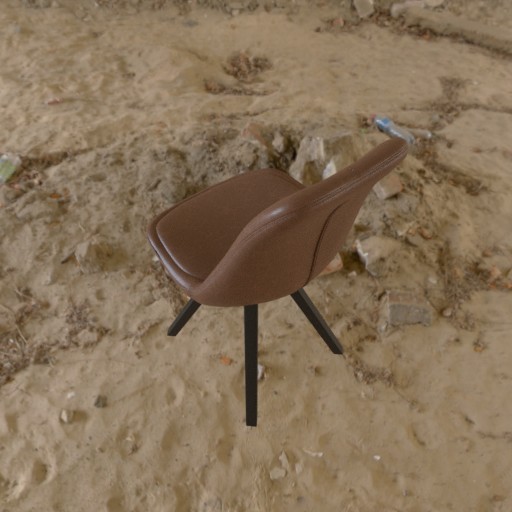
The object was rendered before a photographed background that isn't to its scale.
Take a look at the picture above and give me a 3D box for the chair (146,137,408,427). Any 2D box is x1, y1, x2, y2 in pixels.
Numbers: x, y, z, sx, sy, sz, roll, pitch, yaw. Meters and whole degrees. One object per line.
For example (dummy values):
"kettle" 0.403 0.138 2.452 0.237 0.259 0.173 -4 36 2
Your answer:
"chair" 0.000 0.000 1.176 0.475 0.850 0.550 -32 55 -26
